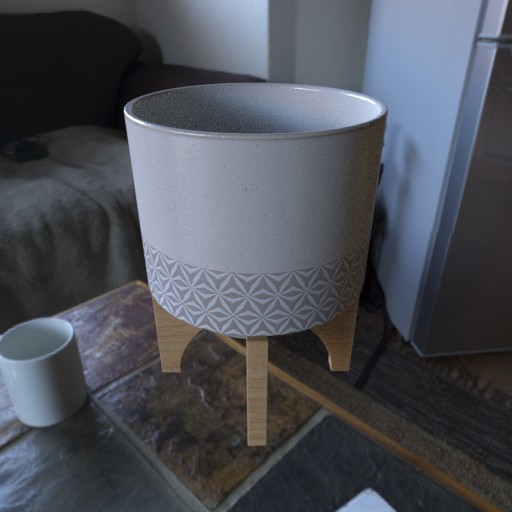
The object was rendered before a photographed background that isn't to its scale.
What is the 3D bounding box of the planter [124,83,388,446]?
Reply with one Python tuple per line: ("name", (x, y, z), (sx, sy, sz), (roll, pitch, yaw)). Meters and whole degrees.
("planter", (0.000, 0.000, 0.514), (0.249, 0.343, 0.249), (0, 30, 0))
